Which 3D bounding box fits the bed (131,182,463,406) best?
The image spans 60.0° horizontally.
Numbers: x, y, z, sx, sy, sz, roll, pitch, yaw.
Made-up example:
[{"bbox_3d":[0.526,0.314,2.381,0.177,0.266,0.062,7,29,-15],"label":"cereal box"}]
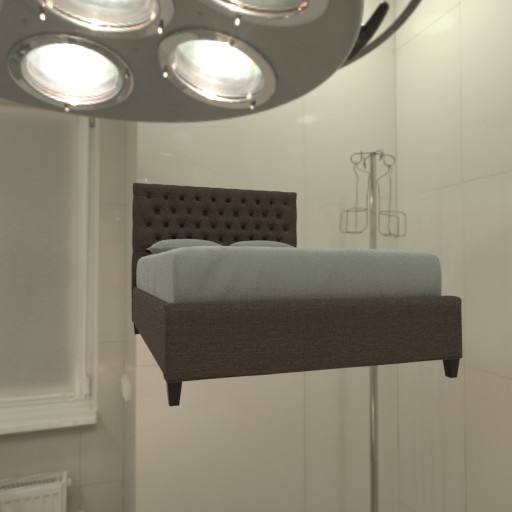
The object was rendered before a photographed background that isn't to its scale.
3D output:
[{"bbox_3d":[0.000,0.000,3.375,1.698,1.427,2.387,1,-2,-19],"label":"bed"}]
